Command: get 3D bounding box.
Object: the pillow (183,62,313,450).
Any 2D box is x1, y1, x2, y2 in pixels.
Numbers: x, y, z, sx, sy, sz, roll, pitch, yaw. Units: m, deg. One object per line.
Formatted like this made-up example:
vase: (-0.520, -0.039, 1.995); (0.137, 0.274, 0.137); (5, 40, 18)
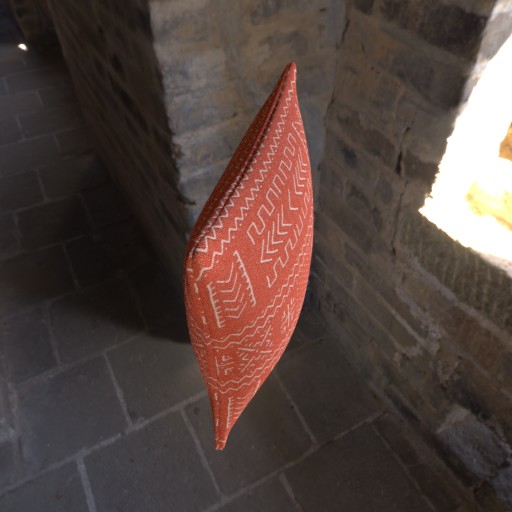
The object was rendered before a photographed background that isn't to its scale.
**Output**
pillow: (0.000, 0.000, 0.674); (0.164, 0.429, 0.438); (11, 47, 10)
